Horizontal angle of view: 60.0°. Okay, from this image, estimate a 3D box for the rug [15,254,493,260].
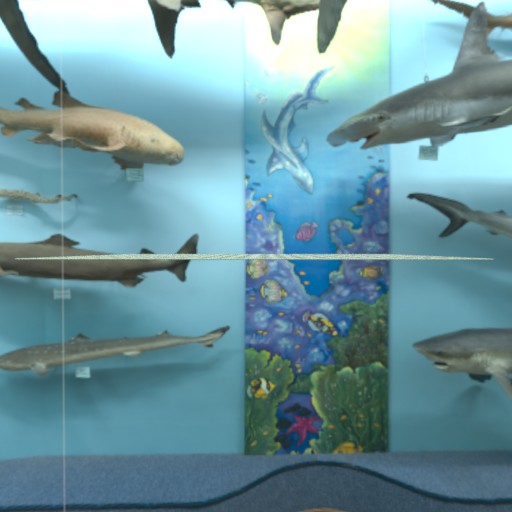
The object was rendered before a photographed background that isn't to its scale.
[{"bbox_3d":[0.000,0.000,4.023,3.045,0.008,2.421,0,1,1],"label":"rug"}]
